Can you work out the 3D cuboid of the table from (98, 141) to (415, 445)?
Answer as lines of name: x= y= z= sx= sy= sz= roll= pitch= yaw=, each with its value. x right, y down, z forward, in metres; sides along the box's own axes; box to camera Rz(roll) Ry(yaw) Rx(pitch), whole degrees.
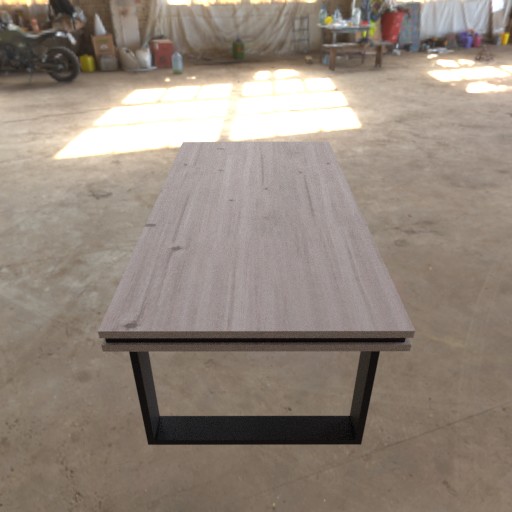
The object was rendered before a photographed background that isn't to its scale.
table: x=0.000 y=0.000 z=1.669 sx=0.700 sy=0.450 sz=1.350 roll=0 pitch=32 yaw=0
